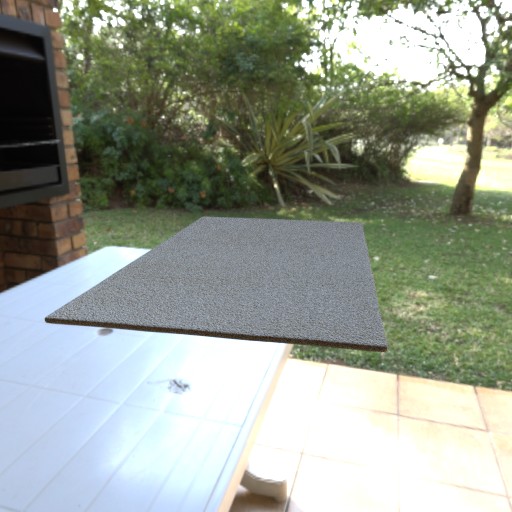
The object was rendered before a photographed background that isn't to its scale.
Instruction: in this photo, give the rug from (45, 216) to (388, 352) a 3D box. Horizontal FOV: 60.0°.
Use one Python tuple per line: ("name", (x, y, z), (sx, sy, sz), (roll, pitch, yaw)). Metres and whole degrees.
("rug", (0.000, 0.000, 3.037), (1.524, 0.030, 2.438), (3, 16, 10))
